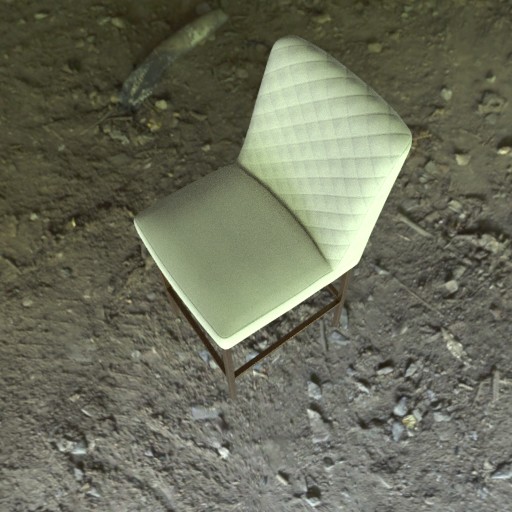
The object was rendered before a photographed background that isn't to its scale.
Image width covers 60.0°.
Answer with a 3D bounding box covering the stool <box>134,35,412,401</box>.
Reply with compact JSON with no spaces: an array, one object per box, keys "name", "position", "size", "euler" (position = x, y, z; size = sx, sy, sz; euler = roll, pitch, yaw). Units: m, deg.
[{"name":"stool","position":[0.000,0.000,1.357],"size":[0.546,1.084,0.462],"euler":[-33,67,-16]}]
